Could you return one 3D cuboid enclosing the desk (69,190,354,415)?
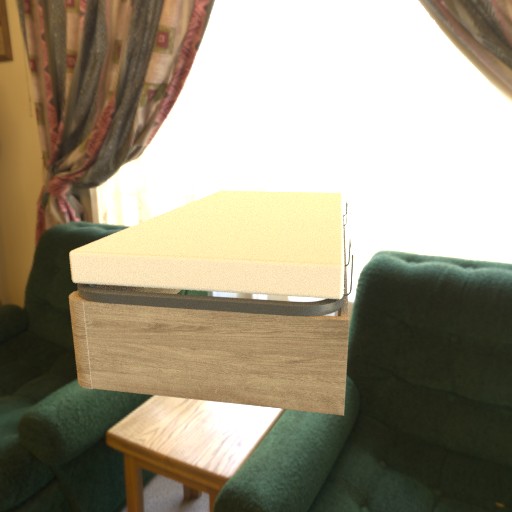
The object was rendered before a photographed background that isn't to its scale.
[{"bbox_3d":[0.000,0.000,2.235,0.900,0.455,1.900,3,15,10],"label":"desk"}]
